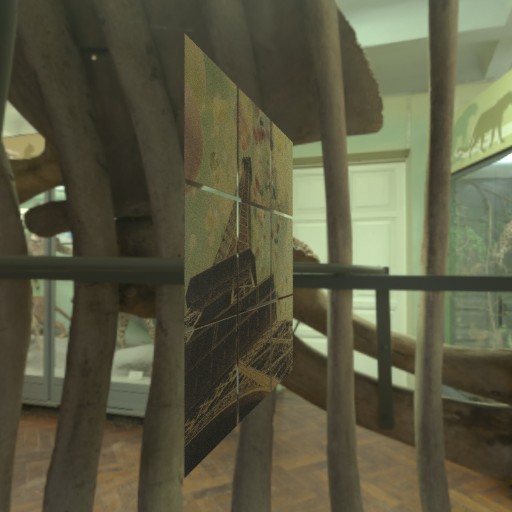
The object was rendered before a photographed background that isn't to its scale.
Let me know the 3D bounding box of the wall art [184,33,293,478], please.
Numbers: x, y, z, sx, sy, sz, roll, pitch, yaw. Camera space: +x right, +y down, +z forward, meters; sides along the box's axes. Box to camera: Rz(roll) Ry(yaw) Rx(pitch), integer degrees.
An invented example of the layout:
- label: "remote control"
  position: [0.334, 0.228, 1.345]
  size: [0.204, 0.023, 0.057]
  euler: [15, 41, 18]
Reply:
- label: "wall art"
  position: [0.000, 0.000, 2.218]
  size: [0.002, 1.505, 1.517]
  euler: [0, 0, 19]
